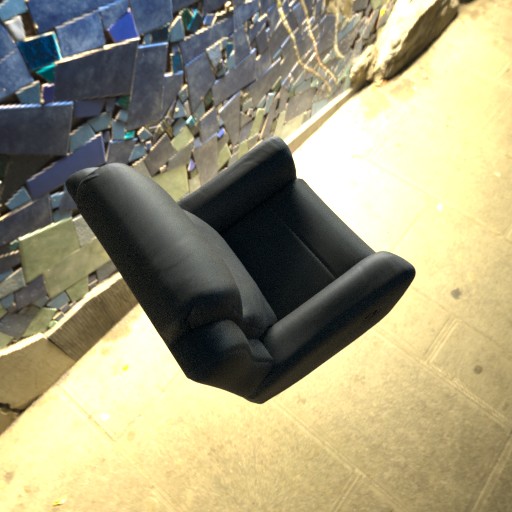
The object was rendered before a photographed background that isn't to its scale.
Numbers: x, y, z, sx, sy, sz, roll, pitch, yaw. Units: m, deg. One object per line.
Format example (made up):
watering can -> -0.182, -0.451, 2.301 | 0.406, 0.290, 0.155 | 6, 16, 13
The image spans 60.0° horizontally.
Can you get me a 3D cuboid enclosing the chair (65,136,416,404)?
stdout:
chair -> 0.000, 0.000, 1.907 | 1.068, 1.116, 0.965 | -32, 64, -17
